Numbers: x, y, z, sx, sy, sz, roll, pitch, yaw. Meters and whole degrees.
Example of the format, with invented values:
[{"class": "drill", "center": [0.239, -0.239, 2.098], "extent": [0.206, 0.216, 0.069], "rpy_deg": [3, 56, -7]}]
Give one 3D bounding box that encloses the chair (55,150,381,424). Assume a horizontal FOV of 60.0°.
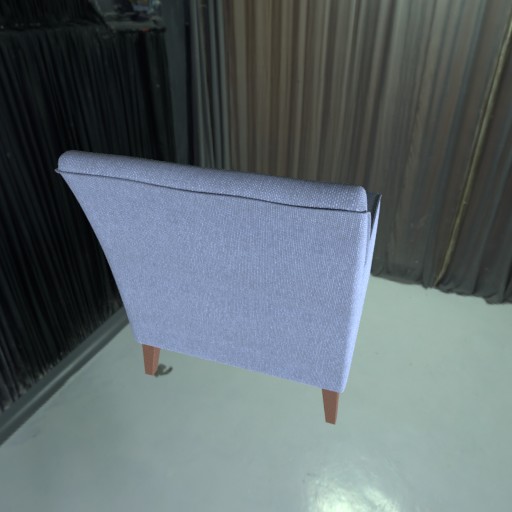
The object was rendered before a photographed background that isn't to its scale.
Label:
[{"class": "chair", "center": [0.000, 0.000, 1.569], "extent": [0.780, 0.919, 0.899], "rpy_deg": [10, 32, 16]}]
